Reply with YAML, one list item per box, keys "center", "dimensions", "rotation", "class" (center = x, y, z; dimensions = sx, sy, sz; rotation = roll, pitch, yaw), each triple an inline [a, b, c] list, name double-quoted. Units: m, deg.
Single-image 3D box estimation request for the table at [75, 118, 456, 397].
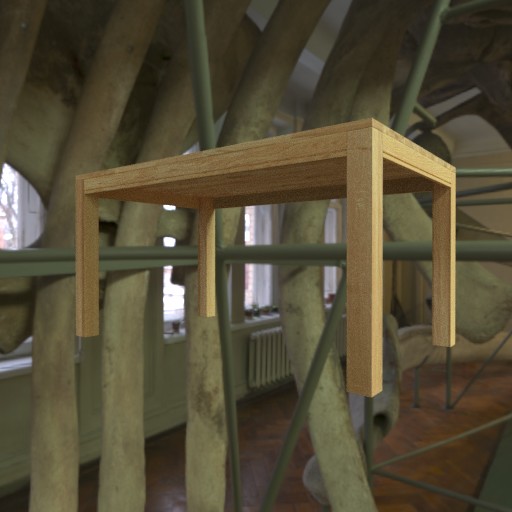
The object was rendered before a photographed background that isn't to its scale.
- center: [0.000, 0.000, 2.033]
  dimensions: [1.500, 0.770, 0.900]
  rotation: [0, 1, 38]
  class: "table"
